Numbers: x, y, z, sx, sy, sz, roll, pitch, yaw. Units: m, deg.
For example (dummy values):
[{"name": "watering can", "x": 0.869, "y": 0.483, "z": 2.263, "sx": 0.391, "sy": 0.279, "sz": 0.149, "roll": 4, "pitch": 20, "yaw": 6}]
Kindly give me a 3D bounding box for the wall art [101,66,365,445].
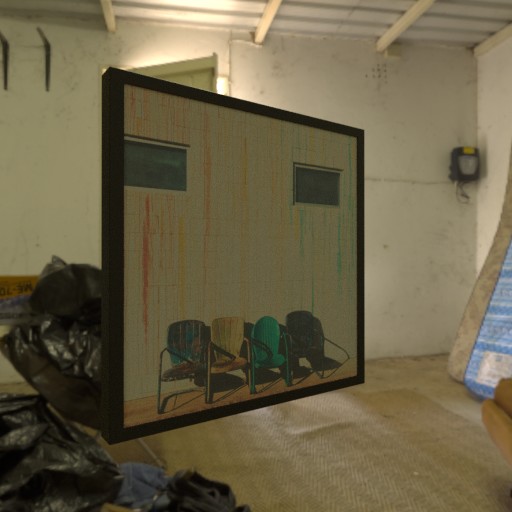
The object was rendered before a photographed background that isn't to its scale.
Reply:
[{"name": "wall art", "x": 0.000, "y": 0.000, "z": 0.753, "sx": 0.506, "sy": 0.506, "sz": 0.037, "roll": 0, "pitch": 0, "yaw": -35}]
